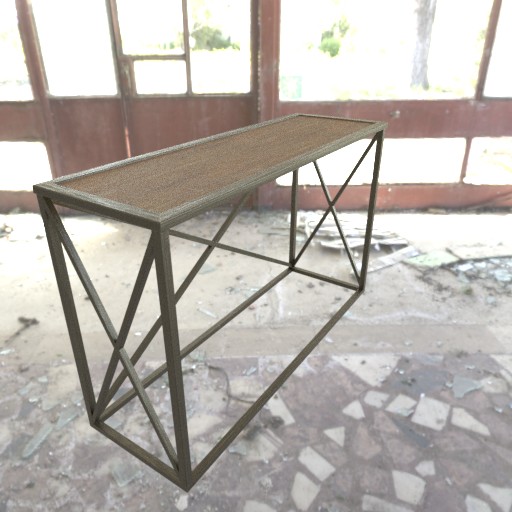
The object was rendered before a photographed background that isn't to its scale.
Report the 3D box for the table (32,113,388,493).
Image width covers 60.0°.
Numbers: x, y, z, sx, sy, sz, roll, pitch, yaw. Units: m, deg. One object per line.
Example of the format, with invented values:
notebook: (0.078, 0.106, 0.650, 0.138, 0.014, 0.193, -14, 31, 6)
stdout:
table: (0.000, 0.000, 1.518, 0.402, 0.753, 1.216, 17, 31, 30)
